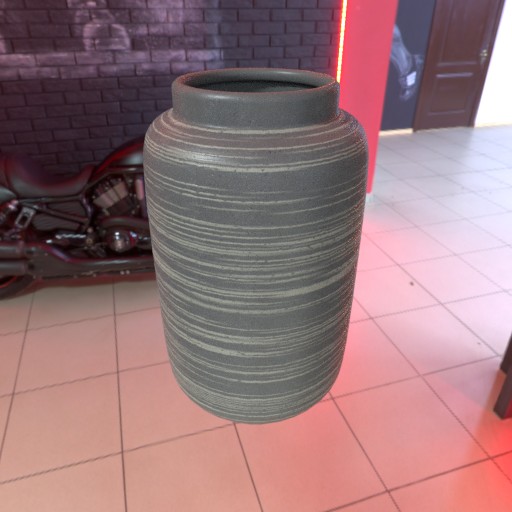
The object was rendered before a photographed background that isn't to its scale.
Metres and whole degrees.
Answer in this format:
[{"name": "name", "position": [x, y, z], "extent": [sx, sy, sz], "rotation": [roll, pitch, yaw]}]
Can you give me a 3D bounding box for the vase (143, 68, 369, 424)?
[{"name": "vase", "position": [0.000, 0.000, 0.663], "extent": [0.297, 0.499, 0.297], "rotation": [0, 30, 0]}]
